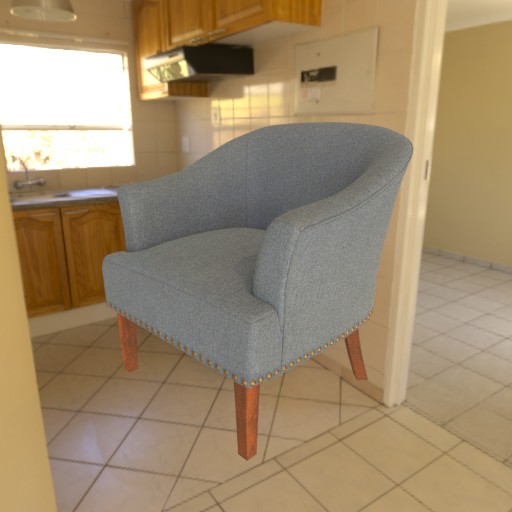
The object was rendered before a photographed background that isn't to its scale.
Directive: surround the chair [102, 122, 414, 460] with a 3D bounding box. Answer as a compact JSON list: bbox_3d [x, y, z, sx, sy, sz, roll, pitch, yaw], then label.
[{"bbox_3d":[0.000,0.000,1.396,0.704,0.815,0.798,-15,22,-42],"label":"chair"}]
